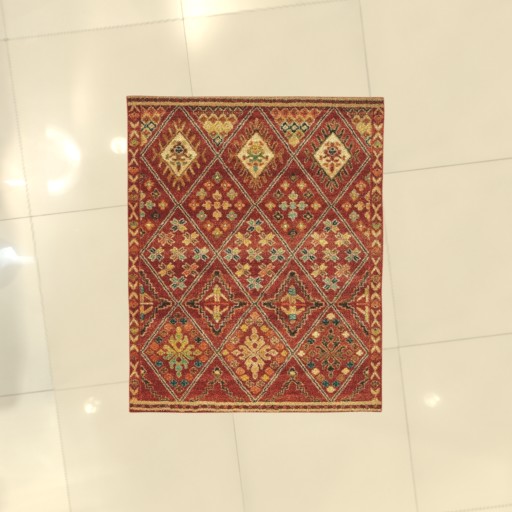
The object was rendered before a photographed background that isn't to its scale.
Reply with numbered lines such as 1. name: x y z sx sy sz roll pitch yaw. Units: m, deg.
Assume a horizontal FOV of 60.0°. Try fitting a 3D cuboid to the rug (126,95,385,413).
1. rug: 0.000 0.000 4.313 2.489 0.030 3.086 0 91 -1
